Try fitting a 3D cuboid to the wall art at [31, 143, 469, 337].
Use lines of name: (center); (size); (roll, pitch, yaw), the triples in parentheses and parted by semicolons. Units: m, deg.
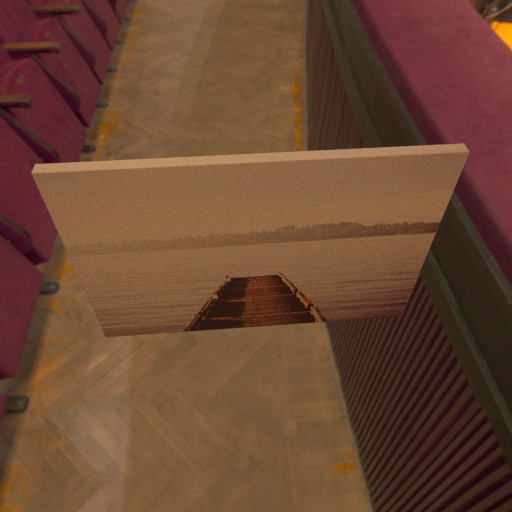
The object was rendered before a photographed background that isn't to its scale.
wall art: (0.000, 0.000, 0.777); (0.615, 0.410, 0.021); (-4, 47, -3)
